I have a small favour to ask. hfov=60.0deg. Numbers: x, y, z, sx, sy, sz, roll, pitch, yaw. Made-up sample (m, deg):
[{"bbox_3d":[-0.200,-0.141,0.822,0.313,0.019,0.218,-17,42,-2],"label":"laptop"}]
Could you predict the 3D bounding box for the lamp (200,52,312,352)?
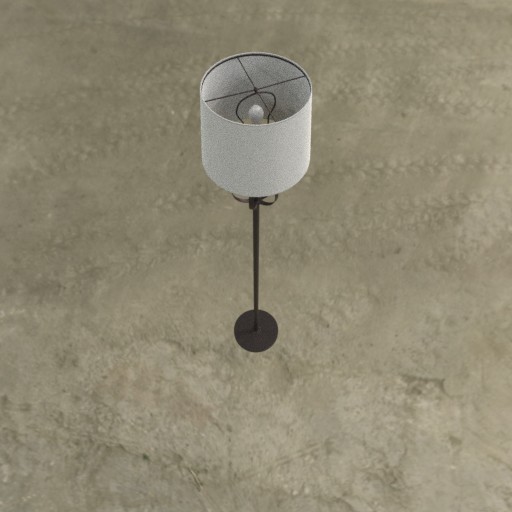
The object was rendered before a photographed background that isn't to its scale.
[{"bbox_3d":[0.000,0.000,1.620,0.286,1.462,0.286,34,64,19],"label":"lamp"}]
